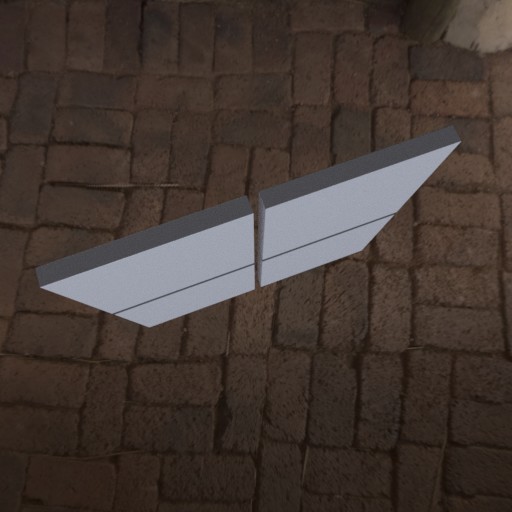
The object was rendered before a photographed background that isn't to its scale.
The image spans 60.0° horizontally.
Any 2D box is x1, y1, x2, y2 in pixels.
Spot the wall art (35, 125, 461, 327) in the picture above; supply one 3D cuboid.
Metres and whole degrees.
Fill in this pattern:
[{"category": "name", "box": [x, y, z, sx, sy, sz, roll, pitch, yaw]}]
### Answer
[{"category": "wall art", "box": [0.000, 0.000, 0.904, 0.611, 0.611, 0.029, -20, 77, -5]}]
